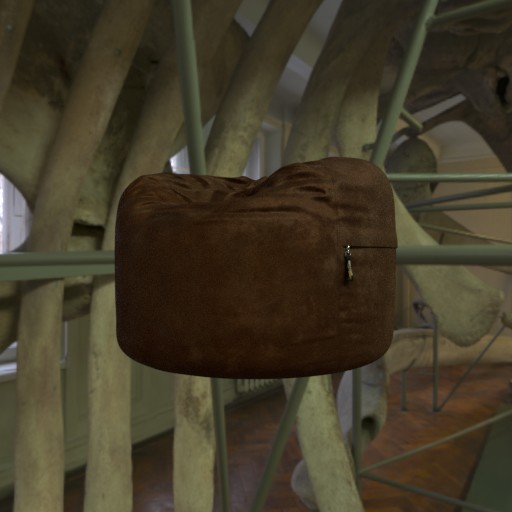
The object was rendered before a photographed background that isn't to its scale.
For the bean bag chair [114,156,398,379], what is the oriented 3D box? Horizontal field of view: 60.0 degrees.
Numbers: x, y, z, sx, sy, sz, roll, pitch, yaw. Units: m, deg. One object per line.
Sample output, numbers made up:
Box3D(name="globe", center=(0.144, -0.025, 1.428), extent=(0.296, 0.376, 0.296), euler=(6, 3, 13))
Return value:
Box3D(name="bean bag chair", center=(0.000, 0.000, 1.505), extent=(0.918, 0.616, 0.918), euler=(0, 0, 0))
